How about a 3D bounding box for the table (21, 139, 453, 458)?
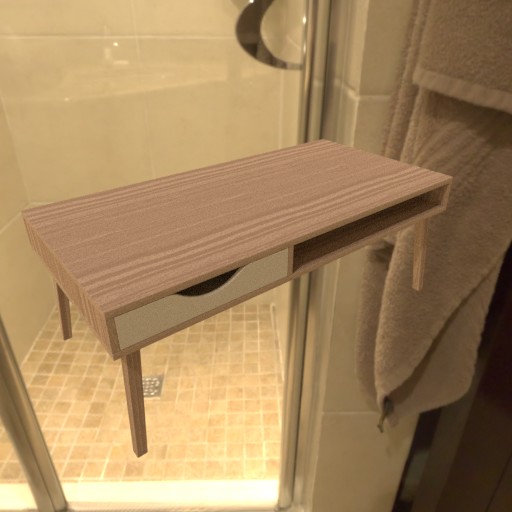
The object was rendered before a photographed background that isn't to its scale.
[{"bbox_3d":[0.000,0.000,1.466,1.200,0.450,0.600,-21,36,-33],"label":"table"}]
